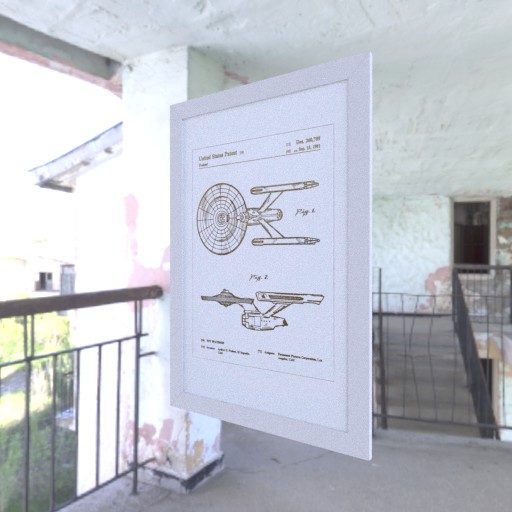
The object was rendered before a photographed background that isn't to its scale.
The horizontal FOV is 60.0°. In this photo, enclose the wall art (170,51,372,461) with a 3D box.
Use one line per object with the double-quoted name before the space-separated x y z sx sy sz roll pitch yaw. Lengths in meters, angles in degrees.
"wall art" 0.000 0.000 0.847 0.454 0.659 0.011 0 0 35
